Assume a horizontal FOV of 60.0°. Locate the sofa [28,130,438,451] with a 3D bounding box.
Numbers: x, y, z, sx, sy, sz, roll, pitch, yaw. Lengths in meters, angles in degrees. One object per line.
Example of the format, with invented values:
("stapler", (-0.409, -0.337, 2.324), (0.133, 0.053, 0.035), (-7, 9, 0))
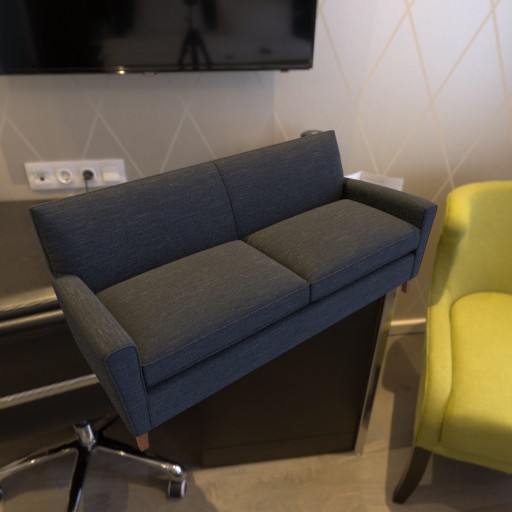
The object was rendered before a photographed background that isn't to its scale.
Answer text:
("sofa", (0.000, 0.000, 2.394), (1.976, 0.846, 0.875), (-22, 39, -31))
